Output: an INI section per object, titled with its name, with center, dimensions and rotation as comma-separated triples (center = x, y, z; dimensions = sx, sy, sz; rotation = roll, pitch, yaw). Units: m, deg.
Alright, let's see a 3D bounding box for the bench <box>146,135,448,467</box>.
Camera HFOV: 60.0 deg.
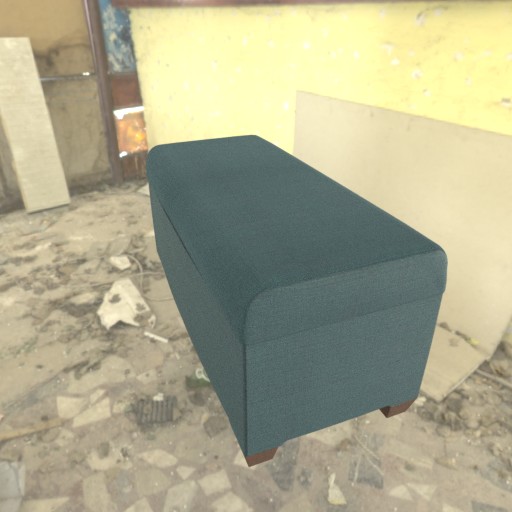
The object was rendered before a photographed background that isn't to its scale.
[bench]
center = 0.000, 0.000, 1.281
dimensions = 0.476, 0.474, 0.995
rotation = -11, 31, -19
